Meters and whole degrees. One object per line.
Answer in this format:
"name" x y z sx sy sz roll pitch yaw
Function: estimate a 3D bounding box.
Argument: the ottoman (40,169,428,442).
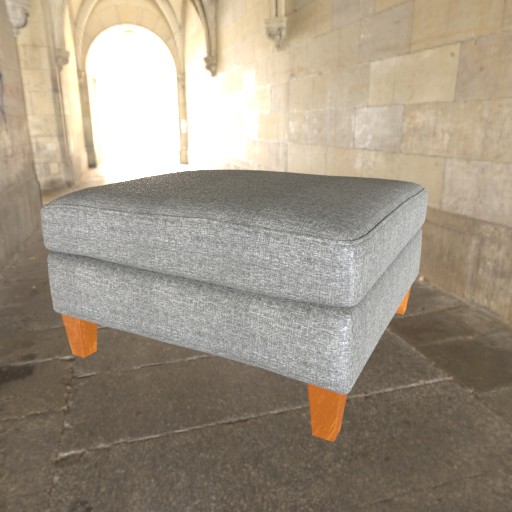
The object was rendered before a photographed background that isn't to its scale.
"ottoman" 0.000 0.000 1.321 0.838 0.481 0.838 9 18 27
